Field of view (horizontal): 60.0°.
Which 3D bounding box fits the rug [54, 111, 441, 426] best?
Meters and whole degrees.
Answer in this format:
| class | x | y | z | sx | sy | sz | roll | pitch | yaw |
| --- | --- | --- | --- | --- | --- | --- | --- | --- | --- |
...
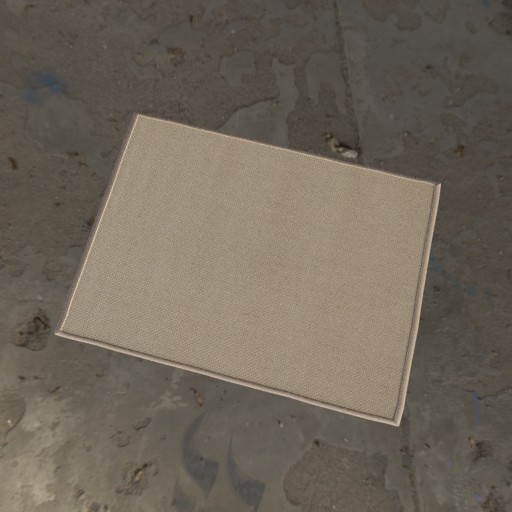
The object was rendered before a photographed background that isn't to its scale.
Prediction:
| class | x | y | z | sx | sy | sz | roll | pitch | yaw |
| --- | --- | --- | --- | --- | --- | --- | --- | --- | --- |
| rug | 0.000 | 0.000 | 2.732 | 2.081 | 0.020 | 1.525 | 14 | 77 | 3 |
